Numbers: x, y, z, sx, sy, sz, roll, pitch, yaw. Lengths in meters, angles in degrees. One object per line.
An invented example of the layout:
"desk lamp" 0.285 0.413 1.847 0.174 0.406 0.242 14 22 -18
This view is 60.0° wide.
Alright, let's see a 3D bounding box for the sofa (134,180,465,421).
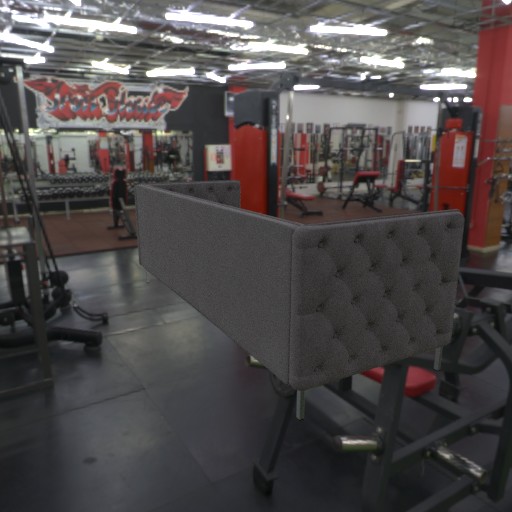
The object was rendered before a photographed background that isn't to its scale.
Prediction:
"sofa" 0.000 0.000 2.706 0.895 0.771 2.209 -8 16 -29
